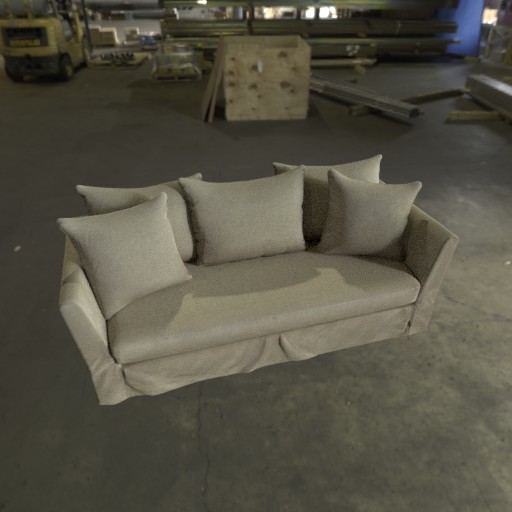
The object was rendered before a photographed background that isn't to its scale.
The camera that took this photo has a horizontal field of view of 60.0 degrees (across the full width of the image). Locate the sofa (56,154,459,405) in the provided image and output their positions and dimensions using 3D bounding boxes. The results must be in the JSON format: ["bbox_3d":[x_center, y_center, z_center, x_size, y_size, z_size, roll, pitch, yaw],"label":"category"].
[{"bbox_3d":[0.000,0.000,2.914,2.290,1.034,1.031,-9,34,-14],"label":"sofa"}]
